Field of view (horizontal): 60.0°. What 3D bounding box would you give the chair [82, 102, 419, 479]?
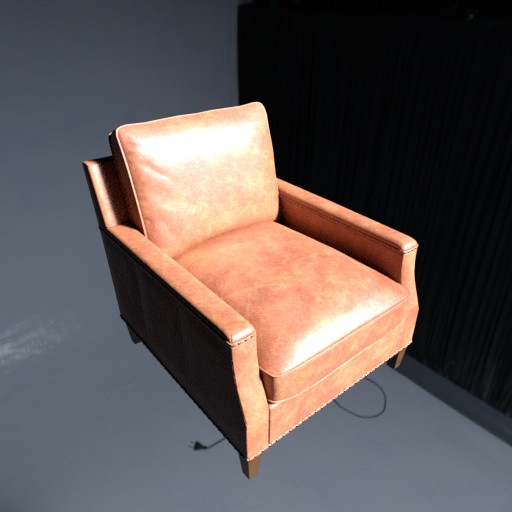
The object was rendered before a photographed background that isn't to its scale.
[{"bbox_3d":[0.000,0.000,1.696,0.853,0.943,1.014,-23,38,-33],"label":"chair"}]
